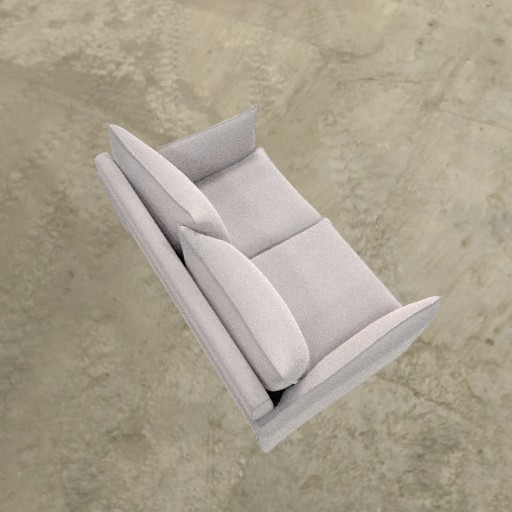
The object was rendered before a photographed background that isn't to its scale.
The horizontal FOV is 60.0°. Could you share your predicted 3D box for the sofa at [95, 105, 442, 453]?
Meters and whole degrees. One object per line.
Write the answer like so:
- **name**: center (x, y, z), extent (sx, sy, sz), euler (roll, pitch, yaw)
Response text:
- **sofa**: center (0.000, 0.000, 1.887), extent (0.820, 0.840, 1.300), euler (-29, 63, -17)
